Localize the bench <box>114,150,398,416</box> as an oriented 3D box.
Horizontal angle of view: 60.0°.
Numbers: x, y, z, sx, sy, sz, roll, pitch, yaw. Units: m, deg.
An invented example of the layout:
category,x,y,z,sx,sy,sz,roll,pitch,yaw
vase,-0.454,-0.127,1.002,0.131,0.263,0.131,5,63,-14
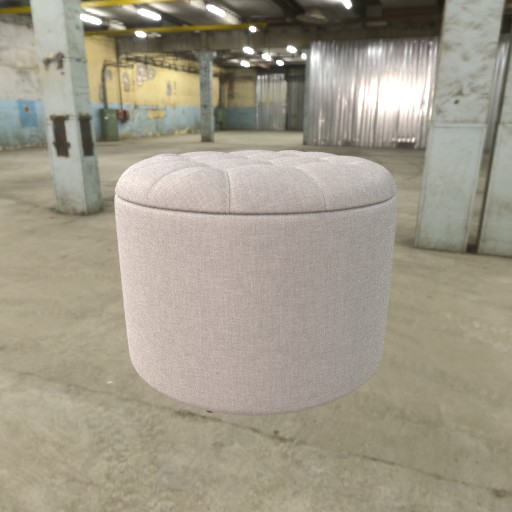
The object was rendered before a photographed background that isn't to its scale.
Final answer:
category,x,y,z,sx,sy,sz,roll,pitch,yaw
bench,0.000,0.000,1.022,0.600,0.453,0.600,0,17,0
